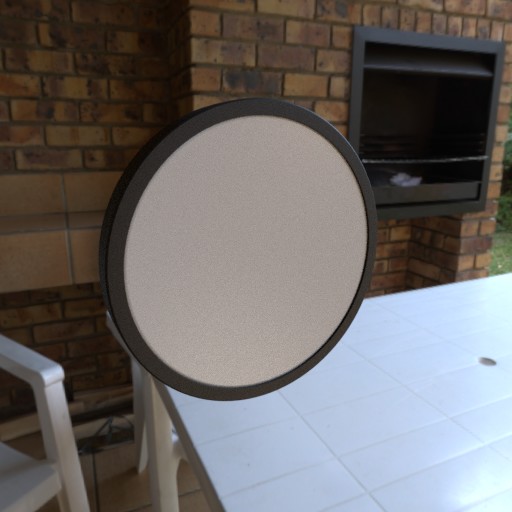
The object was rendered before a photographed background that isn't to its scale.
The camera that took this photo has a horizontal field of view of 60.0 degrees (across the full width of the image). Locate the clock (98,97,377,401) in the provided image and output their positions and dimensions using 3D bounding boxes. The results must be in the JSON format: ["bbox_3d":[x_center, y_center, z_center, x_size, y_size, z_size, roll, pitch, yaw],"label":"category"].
[{"bbox_3d":[0.000,0.000,0.438,0.293,0.293,0.040,-8,16,-28],"label":"clock"}]
